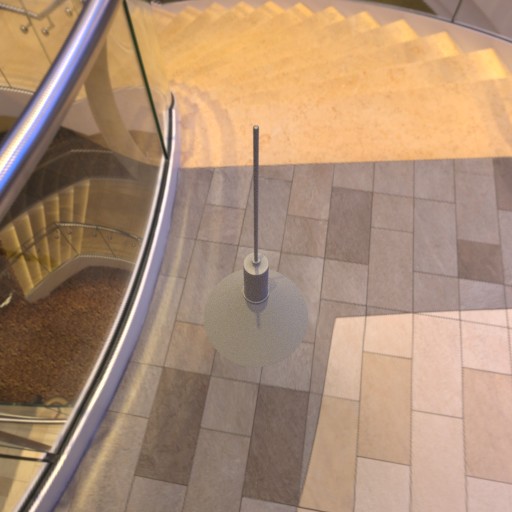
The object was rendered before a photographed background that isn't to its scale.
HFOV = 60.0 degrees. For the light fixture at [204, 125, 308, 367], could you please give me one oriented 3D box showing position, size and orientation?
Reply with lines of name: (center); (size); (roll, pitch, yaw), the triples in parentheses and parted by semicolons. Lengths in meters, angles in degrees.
light fixture: (0.000, 0.000, 0.840); (0.267, 0.683, 0.267); (-34, 68, -16)
